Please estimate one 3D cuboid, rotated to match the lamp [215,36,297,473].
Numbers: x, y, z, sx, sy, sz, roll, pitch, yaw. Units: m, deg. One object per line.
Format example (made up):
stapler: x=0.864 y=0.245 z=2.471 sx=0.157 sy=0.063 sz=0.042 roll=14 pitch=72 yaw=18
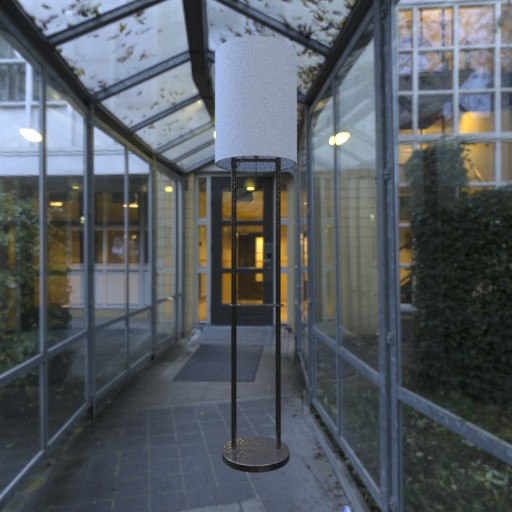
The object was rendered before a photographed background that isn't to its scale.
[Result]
lamp: x=0.000 y=0.000 z=1.659 sx=0.306 sy=1.500 sz=0.305 roll=0 pitch=0 yaw=0
